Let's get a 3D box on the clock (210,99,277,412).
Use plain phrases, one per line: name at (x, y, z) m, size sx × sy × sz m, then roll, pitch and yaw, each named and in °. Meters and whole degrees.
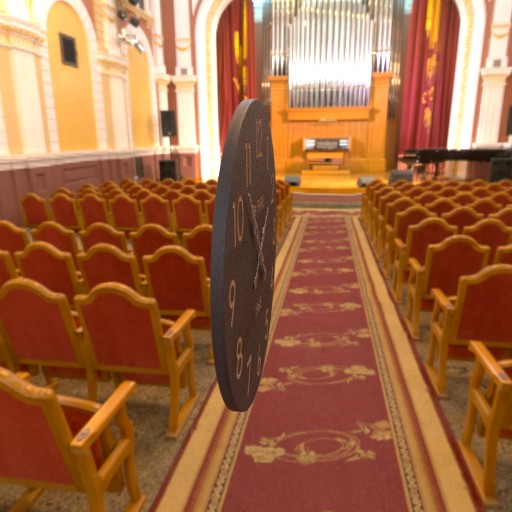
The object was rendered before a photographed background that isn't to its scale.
clock at (0.000, 0.000, 0.893) m, size 0.029 × 0.595 × 0.595 m, roll 3°, pitch 15°, yaw 9°
